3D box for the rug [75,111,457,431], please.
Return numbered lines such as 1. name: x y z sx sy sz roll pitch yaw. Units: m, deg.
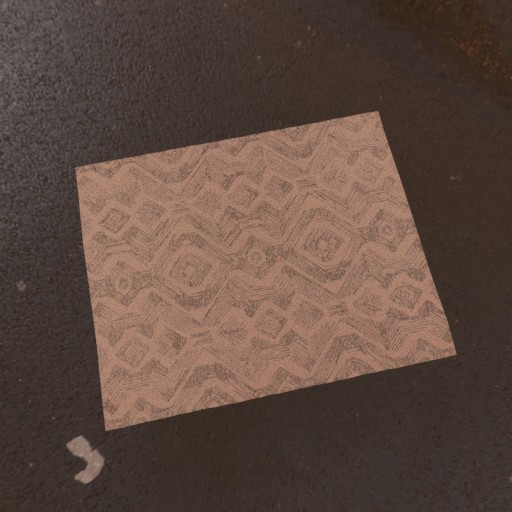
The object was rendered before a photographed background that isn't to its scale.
1. rug: 0.000 0.000 4.042 3.054 0.030 2.430 -11 76 -3
